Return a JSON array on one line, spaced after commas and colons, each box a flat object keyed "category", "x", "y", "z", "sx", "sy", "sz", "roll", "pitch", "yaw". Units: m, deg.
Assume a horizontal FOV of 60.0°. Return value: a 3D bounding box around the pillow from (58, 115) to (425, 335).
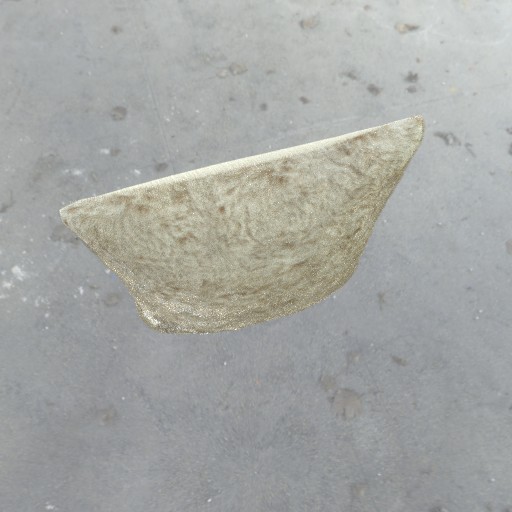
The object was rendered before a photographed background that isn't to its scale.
[{"category": "pillow", "x": 0.000, "y": 0.000, "z": 0.828, "sx": 0.538, "sy": 0.525, "sz": 0.216, "roll": -15, "pitch": 65, "yaw": -7}]
